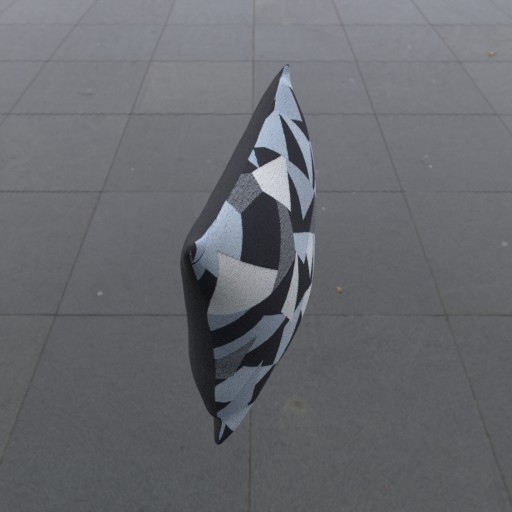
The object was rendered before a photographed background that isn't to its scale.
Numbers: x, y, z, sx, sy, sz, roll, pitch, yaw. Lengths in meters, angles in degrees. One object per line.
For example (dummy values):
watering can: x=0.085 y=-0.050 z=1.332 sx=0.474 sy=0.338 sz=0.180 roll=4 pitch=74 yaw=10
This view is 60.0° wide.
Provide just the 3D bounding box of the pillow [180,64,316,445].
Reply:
pillow: x=0.000 y=0.000 z=0.793 sx=0.208 sy=0.496 sz=0.503 roll=11 pitch=47 yaw=10
